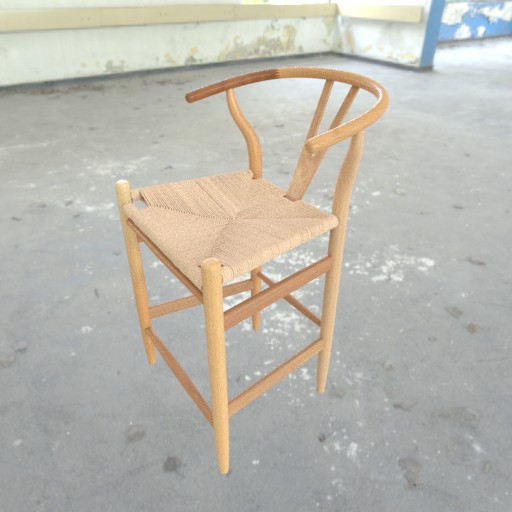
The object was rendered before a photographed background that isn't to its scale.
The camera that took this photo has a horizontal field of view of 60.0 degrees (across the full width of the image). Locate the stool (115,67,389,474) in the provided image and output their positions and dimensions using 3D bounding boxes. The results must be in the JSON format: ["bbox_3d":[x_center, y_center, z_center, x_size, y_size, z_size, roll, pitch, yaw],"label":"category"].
[{"bbox_3d":[0.000,0.000,1.246,0.575,0.923,0.536,-20,37,-29],"label":"stool"}]
